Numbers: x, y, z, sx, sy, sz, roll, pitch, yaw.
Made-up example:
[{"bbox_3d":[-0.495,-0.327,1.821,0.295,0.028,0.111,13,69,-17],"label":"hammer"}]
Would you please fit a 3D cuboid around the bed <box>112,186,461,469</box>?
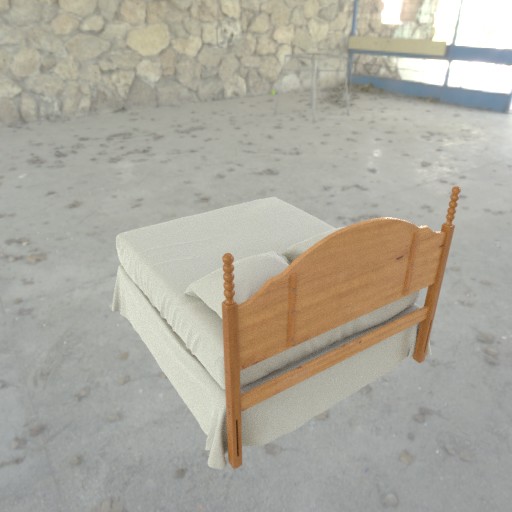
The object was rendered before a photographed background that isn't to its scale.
[{"bbox_3d":[0.000,0.000,3.326,1.873,1.356,2.040,-17,32,-29],"label":"bed"}]
